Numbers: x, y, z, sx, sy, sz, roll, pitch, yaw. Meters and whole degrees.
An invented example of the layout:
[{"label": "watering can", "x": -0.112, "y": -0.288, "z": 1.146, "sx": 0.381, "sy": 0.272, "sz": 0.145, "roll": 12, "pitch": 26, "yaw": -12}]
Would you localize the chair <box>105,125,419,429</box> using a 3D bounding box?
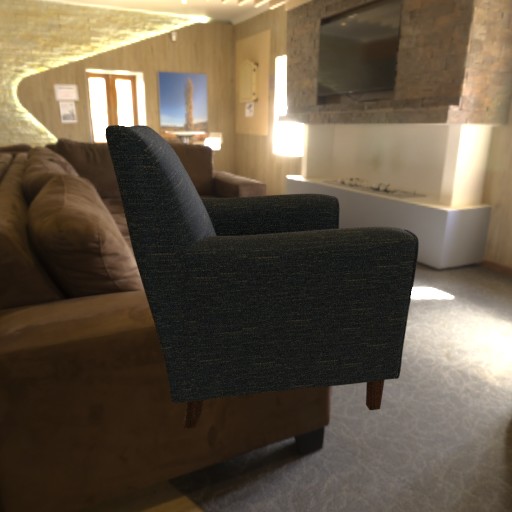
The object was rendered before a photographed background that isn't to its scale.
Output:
[{"label": "chair", "x": 0.000, "y": 0.000, "z": 1.638, "sx": 0.873, "sy": 0.928, "sz": 0.864, "roll": -3, "pitch": 17, "yaw": -10}]
